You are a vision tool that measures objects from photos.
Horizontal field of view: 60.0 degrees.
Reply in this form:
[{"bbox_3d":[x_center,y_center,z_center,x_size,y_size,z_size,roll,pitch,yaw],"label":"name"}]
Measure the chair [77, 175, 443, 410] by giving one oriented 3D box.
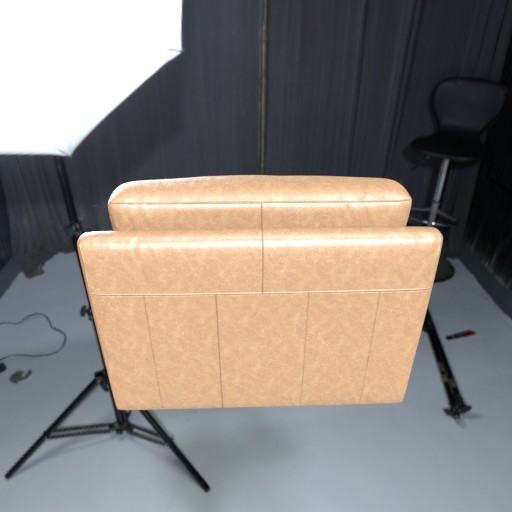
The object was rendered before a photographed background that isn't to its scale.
[{"bbox_3d":[0.000,0.000,2.032,1.276,0.978,1.050,-1,31,-2],"label":"chair"}]
